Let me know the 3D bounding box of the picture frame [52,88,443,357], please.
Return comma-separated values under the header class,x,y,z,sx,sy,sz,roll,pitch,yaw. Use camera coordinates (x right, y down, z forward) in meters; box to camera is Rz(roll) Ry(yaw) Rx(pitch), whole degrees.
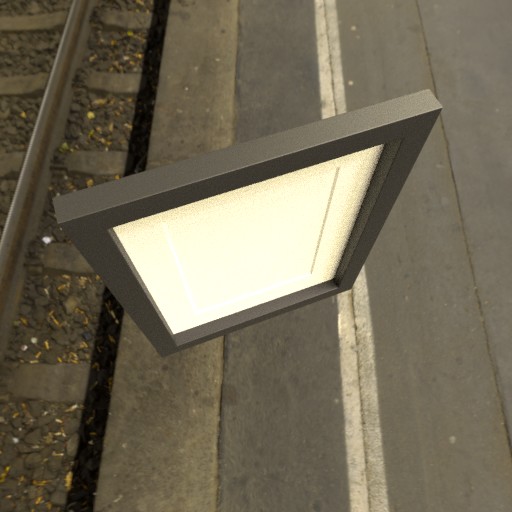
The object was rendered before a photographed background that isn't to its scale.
class,x,y,z,sx,sy,sz,roll,pitch,yaw
picture frame,0.000,0.000,0.509,0.307,0.383,0.036,-19,65,-9
